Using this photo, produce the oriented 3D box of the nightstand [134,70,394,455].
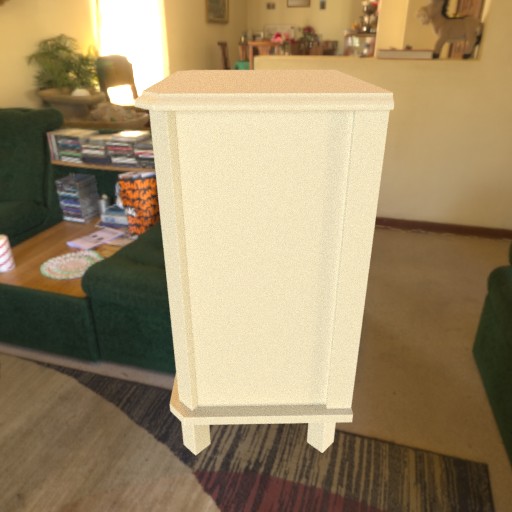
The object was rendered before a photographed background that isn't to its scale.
[{"bbox_3d":[0.000,0.000,0.913,0.351,0.681,0.435,-1,27,-1],"label":"nightstand"}]
